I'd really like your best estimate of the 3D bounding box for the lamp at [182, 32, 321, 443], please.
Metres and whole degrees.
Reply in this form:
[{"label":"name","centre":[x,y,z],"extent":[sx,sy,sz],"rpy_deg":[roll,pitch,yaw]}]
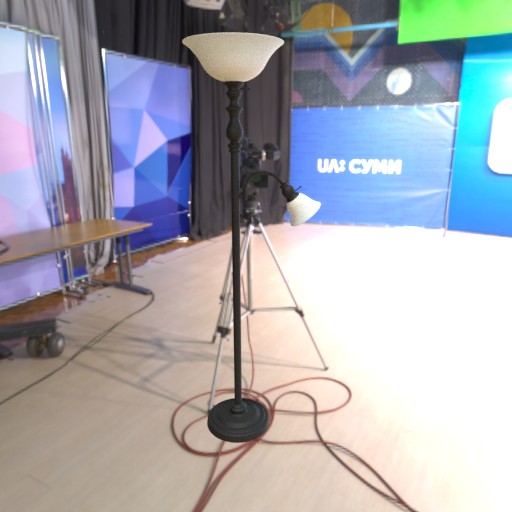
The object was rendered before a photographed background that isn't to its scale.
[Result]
[{"label":"lamp","centre":[0.000,0.000,2.045],"extent":[0.588,1.793,0.405],"rpy_deg":[-3,17,-8]}]
